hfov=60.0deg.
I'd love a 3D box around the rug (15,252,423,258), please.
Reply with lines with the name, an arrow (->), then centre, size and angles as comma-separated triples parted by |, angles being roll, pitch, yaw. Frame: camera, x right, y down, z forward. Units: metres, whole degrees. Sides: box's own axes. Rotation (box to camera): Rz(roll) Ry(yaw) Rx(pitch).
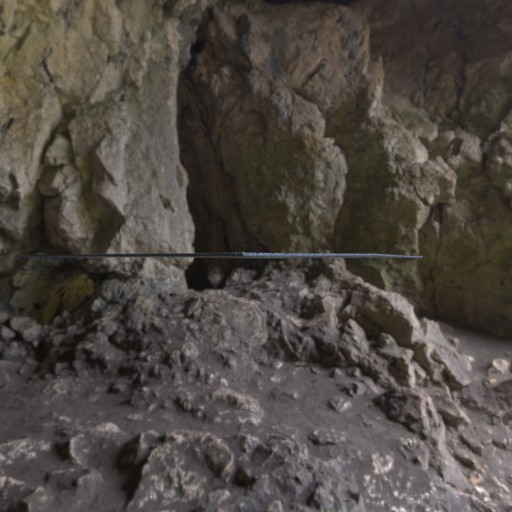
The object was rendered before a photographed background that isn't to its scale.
rug -> 0.000, 0.000, 2.184 | 1.145, 0.021, 1.777 | 0, 0, 35
